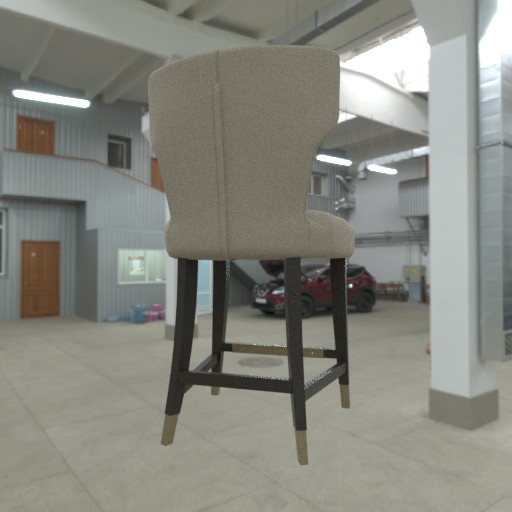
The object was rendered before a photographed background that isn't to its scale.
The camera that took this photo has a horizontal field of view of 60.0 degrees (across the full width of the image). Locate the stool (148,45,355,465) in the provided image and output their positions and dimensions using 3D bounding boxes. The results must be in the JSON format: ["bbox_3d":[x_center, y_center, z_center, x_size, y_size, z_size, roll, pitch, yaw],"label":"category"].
[{"bbox_3d":[0.000,0.000,1.290,0.527,0.982,0.563,0,-1,18],"label":"stool"}]
